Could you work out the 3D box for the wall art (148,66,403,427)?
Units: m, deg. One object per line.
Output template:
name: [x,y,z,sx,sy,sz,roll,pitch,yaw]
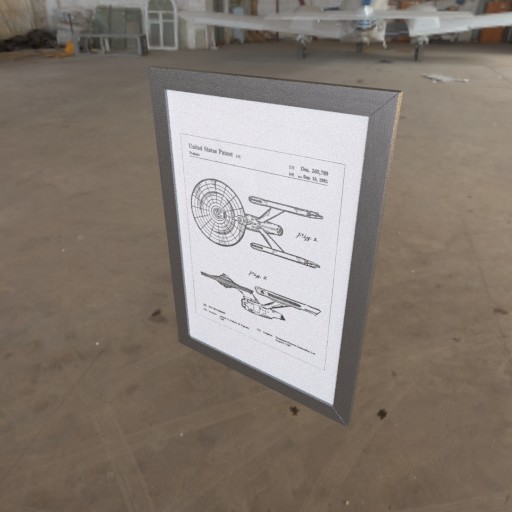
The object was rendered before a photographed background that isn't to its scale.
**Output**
wall art: [0.000,0.000,0.699,0.376,0.529,0.013,19,35,29]
